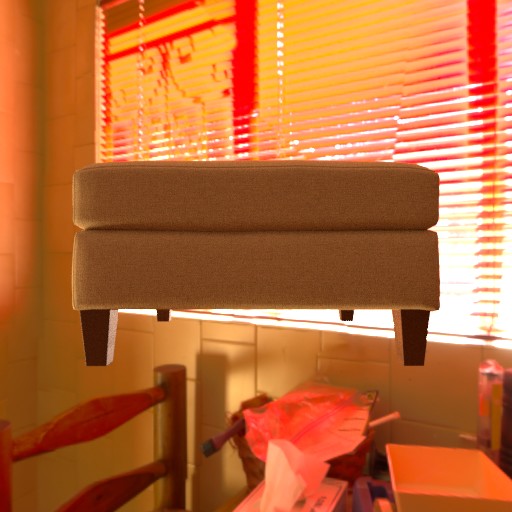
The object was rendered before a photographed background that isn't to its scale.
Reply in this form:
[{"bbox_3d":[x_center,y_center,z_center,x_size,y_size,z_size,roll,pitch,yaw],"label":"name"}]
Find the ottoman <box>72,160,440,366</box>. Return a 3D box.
[{"bbox_3d":[0.000,0.000,1.386,0.838,0.503,0.838,0,0,0],"label":"ottoman"}]
